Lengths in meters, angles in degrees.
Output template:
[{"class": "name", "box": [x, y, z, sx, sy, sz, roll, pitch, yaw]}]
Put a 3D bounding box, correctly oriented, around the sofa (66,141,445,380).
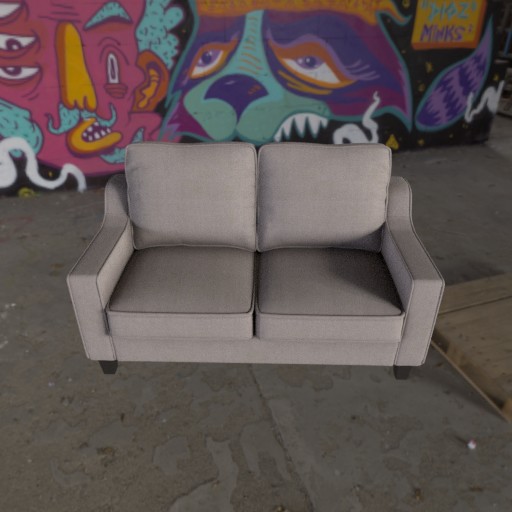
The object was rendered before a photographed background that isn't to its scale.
[{"class": "sofa", "box": [0.000, 0.000, 2.097, 1.500, 0.948, 0.791, 1, 31, 1]}]
